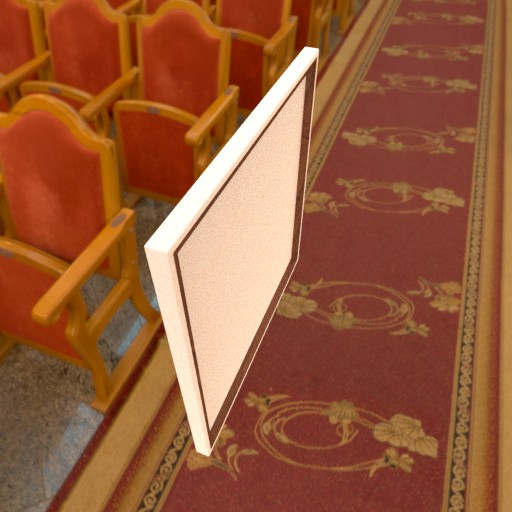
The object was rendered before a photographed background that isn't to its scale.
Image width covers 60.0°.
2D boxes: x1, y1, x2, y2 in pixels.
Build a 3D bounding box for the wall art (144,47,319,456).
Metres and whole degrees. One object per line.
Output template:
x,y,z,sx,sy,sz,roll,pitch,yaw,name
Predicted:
0.000,0.000,1.125,0.037,0.757,0.757,16,48,15,wall art
